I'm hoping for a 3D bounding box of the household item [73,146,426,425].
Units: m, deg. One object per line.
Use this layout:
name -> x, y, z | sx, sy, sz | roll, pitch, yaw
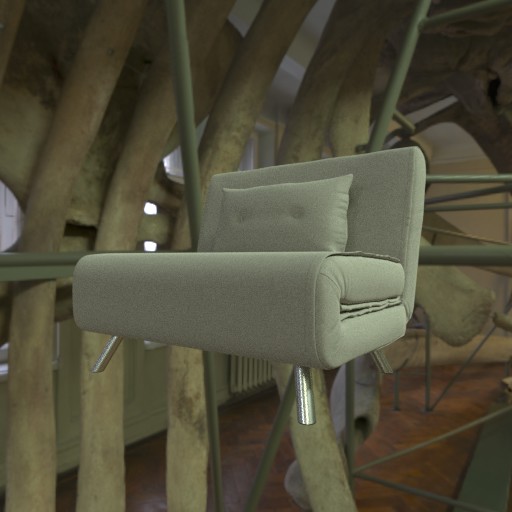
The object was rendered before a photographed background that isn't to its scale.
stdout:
household item -> 0.000, 0.000, 1.610 | 1.000, 0.800, 0.874 | 0, 0, 35
